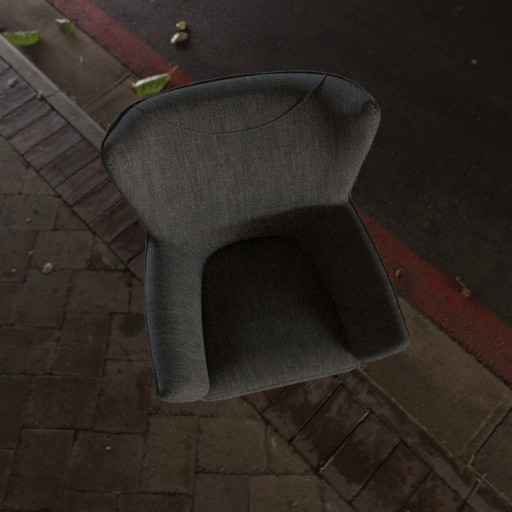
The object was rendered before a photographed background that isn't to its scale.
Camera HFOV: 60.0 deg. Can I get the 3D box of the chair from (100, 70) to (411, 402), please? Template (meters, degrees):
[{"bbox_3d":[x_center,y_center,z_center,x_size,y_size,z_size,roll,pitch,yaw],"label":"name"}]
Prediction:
[{"bbox_3d":[0.000,0.000,1.547,0.781,0.933,0.888,-11,64,-5],"label":"chair"}]
